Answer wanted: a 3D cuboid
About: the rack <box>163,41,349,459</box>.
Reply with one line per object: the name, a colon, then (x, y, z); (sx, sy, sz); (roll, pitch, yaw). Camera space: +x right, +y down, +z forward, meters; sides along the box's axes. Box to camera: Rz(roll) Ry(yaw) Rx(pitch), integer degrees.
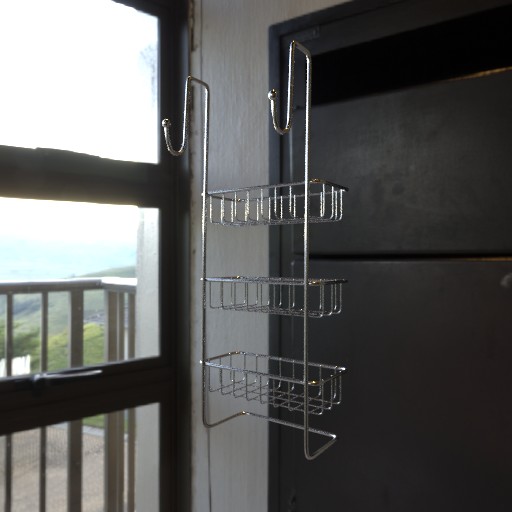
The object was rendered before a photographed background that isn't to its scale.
rack: (0.000, 0.000, 0.682); (0.228, 0.574, 0.202); (0, -1, 36)
